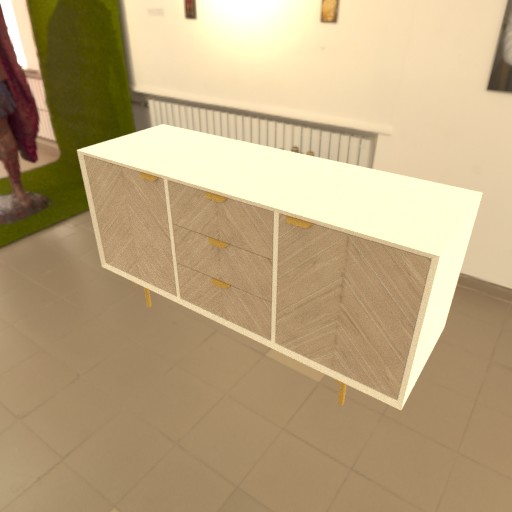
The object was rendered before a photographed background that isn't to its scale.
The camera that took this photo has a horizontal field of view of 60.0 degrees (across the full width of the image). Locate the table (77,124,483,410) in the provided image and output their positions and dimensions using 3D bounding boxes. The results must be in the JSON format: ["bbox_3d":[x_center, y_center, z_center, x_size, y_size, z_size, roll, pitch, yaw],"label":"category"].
[{"bbox_3d":[0.000,0.000,1.876,1.500,0.769,0.508,20,37,29],"label":"table"}]
